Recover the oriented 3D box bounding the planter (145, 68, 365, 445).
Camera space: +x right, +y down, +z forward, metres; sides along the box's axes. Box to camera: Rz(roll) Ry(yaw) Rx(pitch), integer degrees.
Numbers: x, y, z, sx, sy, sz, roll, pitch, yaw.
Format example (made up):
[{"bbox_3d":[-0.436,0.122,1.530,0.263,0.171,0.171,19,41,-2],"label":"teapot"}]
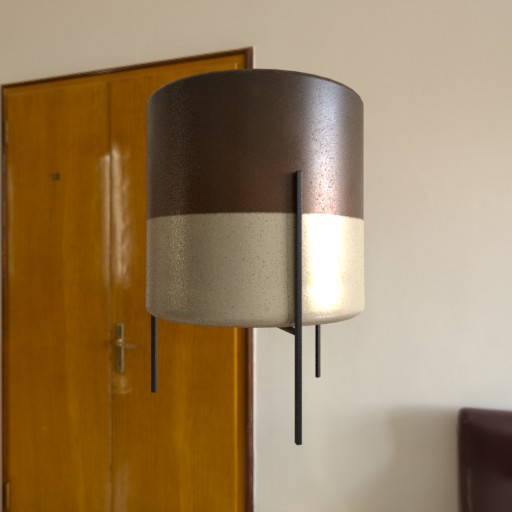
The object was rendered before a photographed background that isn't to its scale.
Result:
[{"bbox_3d":[0.000,0.000,0.713,0.345,0.465,0.354,0,0,-18],"label":"planter"}]
